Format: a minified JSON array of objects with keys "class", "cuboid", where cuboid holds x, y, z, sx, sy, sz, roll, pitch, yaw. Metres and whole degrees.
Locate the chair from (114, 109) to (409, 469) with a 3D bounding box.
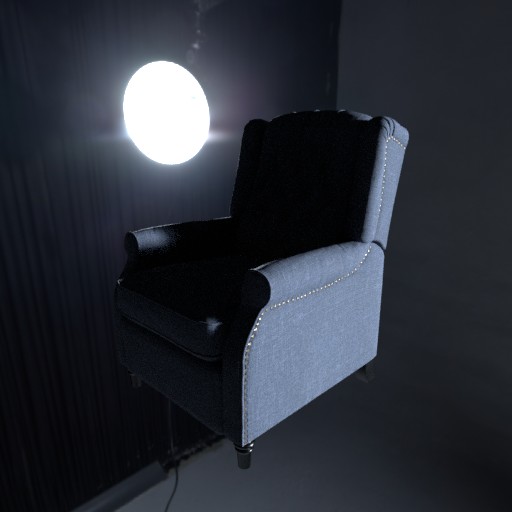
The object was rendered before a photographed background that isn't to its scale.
[{"class":"chair","cuboid":[0.000,0.000,1.623,0.742,1.035,0.898,15,22,43]}]
